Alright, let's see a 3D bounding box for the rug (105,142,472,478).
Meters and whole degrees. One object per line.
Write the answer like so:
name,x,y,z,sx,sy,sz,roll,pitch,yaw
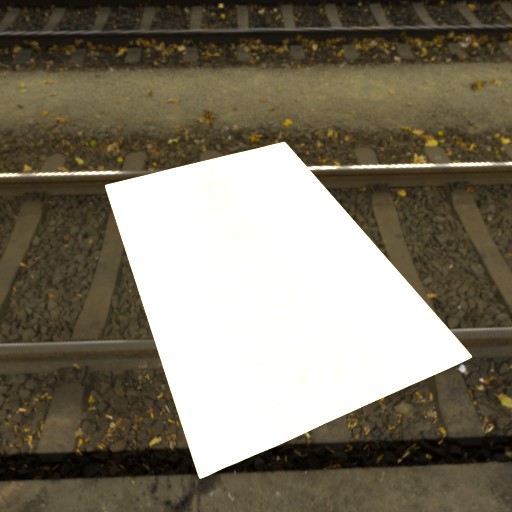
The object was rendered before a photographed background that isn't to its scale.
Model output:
rug,0.000,0.000,2.322,1.234,0.006,1.850,-17,49,-16
